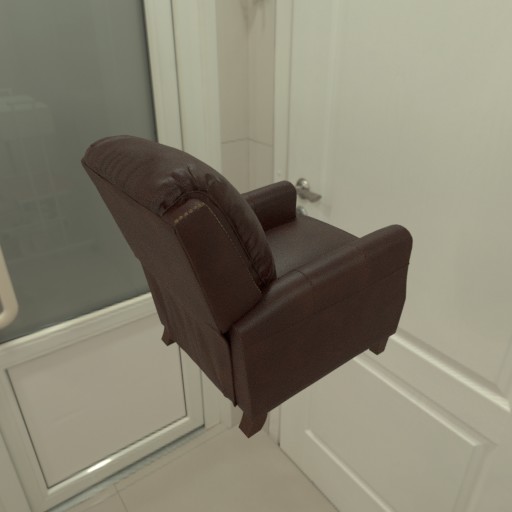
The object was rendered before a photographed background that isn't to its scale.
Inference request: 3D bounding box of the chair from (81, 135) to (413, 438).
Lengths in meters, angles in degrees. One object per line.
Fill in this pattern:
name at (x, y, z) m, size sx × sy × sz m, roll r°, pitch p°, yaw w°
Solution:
chair at (0.000, 0.000, 1.816) m, size 1.089 × 1.022 × 0.826 m, roll -19°, pitch 34°, yaw -32°
